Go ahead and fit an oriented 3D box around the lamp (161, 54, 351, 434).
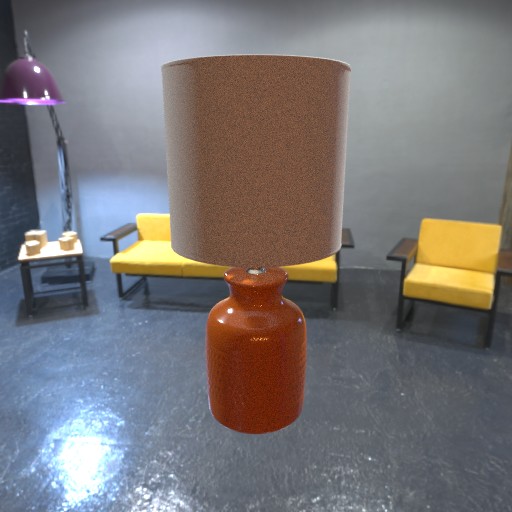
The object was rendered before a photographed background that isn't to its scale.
[{"bbox_3d":[0.000,0.000,1.114,0.418,0.871,0.418,3,16,11],"label":"lamp"}]
